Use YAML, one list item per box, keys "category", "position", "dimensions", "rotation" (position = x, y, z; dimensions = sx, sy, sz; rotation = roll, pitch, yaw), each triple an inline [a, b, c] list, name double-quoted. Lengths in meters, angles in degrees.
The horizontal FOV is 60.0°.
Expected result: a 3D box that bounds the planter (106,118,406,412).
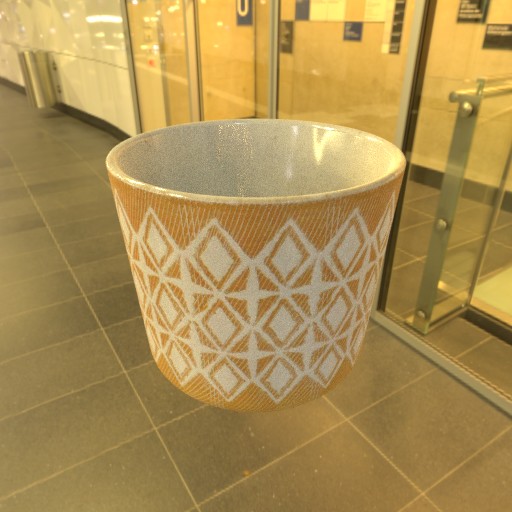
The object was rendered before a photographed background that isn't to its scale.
- category: "planter"
  position: [0.000, 0.000, 0.335]
  dimensions: [0.193, 0.165, 0.193]
  rotation: [0, 28, 0]
